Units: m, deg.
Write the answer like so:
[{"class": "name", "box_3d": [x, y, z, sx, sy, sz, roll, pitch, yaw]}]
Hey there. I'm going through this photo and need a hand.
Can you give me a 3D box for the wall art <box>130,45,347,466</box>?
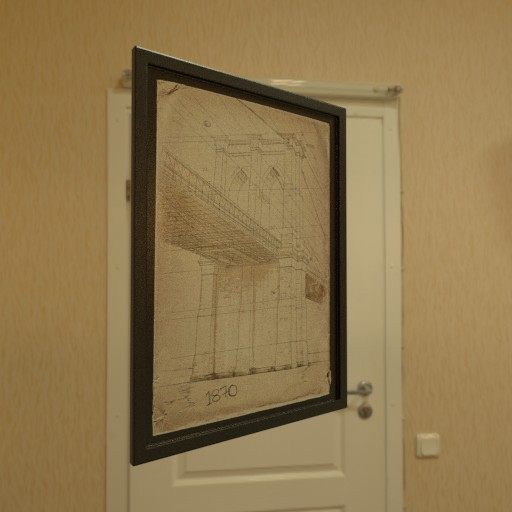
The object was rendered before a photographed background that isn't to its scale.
[{"class": "wall art", "box_3d": [0.000, 0.000, 0.838, 0.480, 0.657, 0.016, 1, -1, -36]}]
